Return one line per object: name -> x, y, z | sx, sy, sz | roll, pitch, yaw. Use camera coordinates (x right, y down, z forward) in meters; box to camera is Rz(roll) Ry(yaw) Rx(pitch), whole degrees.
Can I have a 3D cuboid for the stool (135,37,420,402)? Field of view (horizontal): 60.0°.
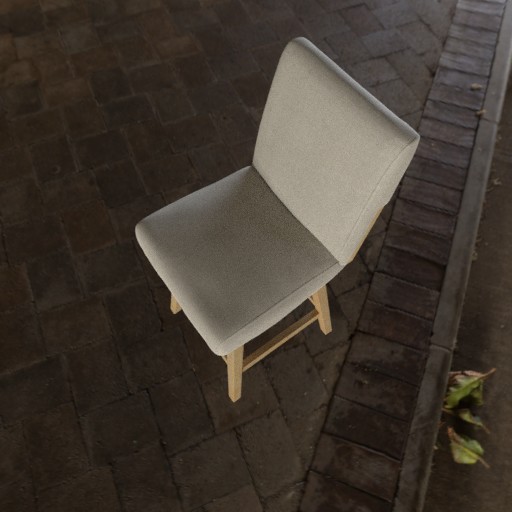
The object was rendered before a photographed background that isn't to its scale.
stool -> 0.000, 0.000, 1.304 | 0.543, 1.015, 0.446 | -32, 67, -16
